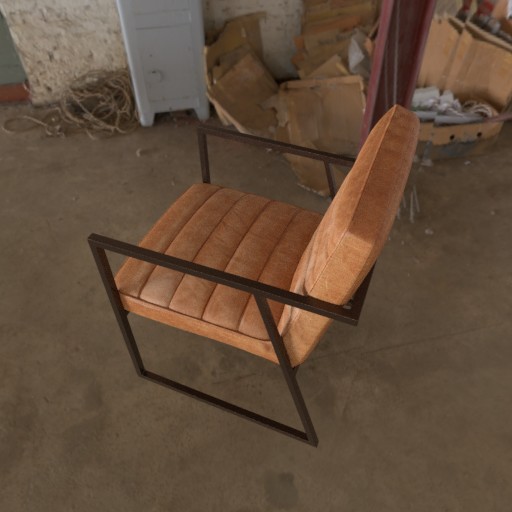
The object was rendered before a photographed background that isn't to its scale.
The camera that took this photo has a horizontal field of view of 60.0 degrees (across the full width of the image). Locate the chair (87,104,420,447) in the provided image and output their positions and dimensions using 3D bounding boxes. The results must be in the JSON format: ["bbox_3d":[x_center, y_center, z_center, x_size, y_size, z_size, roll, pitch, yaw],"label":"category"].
[{"bbox_3d":[0.000,0.000,1.265,0.677,0.832,0.571,17,48,15],"label":"chair"}]
